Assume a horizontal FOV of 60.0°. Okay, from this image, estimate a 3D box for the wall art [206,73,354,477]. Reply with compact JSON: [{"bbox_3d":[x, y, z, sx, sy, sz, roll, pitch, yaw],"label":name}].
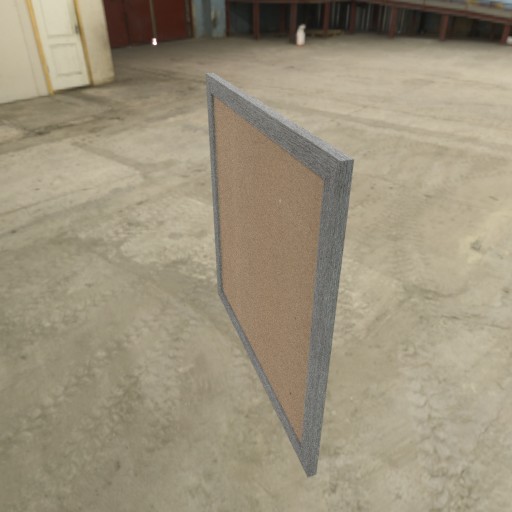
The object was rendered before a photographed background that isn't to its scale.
[{"bbox_3d":[0.000,0.000,1.020,0.020,0.685,0.685,-11,33,-17],"label":"wall art"}]
